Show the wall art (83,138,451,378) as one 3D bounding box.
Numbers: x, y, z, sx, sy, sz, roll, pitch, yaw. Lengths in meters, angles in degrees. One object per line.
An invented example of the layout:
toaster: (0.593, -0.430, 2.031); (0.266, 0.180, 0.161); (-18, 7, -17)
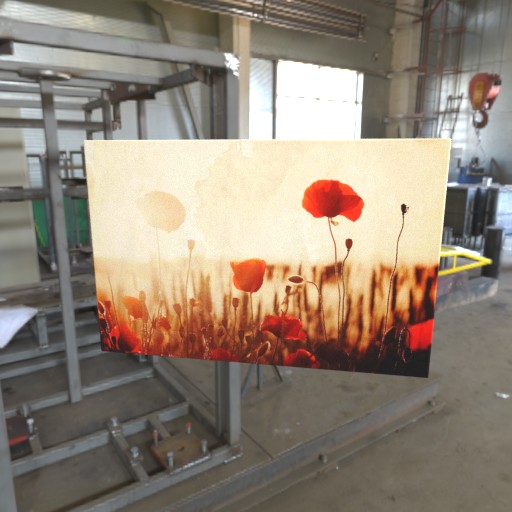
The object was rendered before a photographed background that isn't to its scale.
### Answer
wall art: (0.000, 0.000, 0.792); (0.613, 0.402, 0.040); (2, 13, 10)
